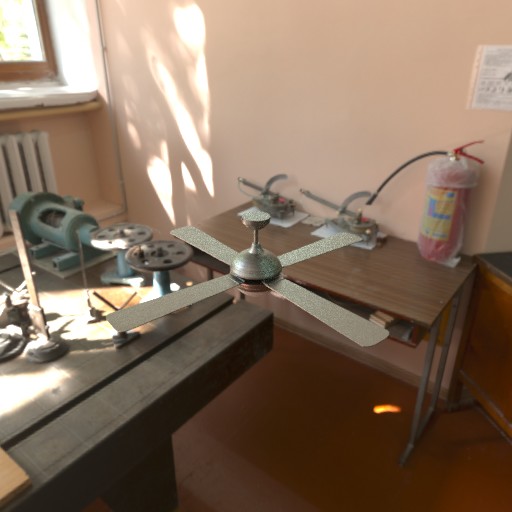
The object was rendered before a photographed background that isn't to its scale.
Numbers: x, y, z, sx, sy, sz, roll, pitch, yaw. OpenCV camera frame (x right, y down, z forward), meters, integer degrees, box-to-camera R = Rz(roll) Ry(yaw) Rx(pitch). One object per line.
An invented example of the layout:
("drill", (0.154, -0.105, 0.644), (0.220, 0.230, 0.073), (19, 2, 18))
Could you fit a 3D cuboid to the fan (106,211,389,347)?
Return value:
("fan", (0.000, 0.000, 1.997), (1.321, 0.381, 1.321), (-8, 26, -17))
